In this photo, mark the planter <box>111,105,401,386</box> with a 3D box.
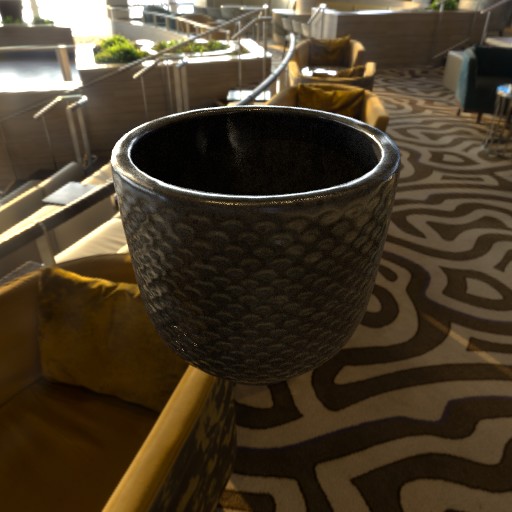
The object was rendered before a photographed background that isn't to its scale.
[{"bbox_3d":[0.000,0.000,0.359,0.197,0.191,0.197,0,33,0],"label":"planter"}]
